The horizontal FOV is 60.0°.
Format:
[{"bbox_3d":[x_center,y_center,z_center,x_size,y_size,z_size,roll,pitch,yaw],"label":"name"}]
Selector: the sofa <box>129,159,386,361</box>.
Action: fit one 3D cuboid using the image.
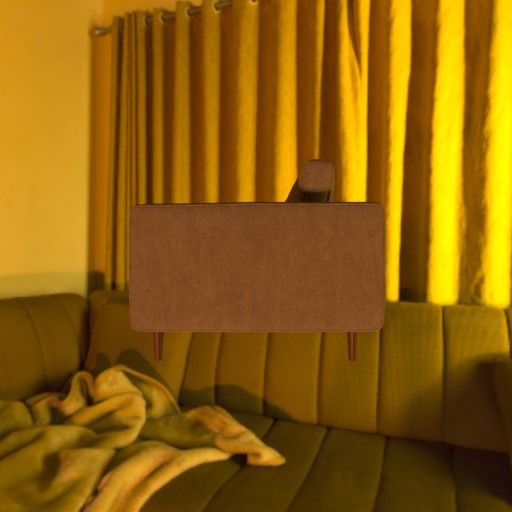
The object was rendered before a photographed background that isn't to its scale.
[{"bbox_3d":[0.000,0.000,2.618,0.919,0.770,2.200,0,1,0],"label":"sofa"}]
